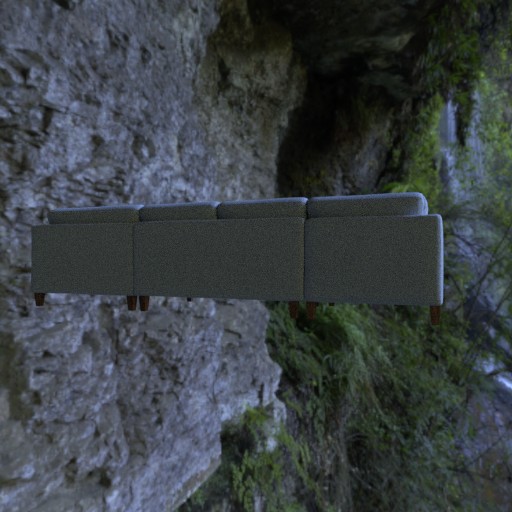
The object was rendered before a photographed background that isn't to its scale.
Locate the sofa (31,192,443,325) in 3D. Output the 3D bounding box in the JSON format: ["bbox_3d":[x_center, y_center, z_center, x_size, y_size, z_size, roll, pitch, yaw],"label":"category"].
[{"bbox_3d":[0.000,0.000,4.539,3.403,0.889,2.551,0,0,19],"label":"sofa"}]
